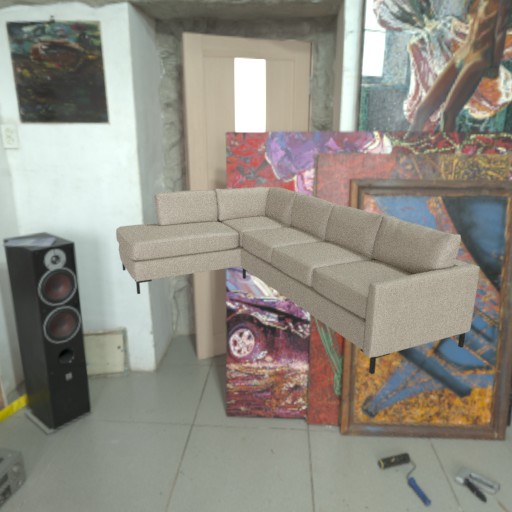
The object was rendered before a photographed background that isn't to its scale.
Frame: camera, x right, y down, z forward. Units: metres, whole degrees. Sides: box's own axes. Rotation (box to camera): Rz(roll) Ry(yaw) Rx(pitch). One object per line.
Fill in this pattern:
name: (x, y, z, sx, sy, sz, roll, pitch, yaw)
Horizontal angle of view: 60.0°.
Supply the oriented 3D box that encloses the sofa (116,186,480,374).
sofa: (0.000, 0.000, 3.207, 1.617, 0.703, 2.423, -8, 18, -24)
